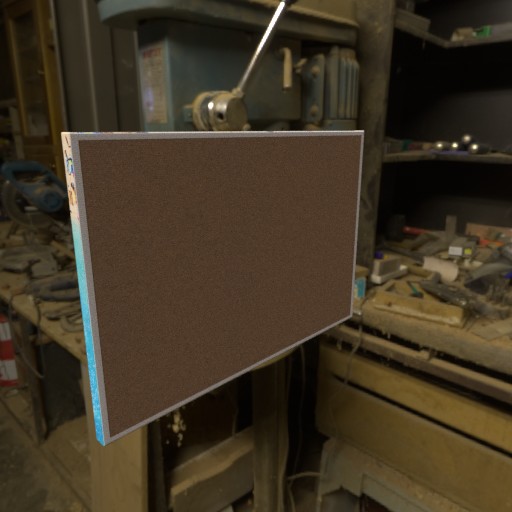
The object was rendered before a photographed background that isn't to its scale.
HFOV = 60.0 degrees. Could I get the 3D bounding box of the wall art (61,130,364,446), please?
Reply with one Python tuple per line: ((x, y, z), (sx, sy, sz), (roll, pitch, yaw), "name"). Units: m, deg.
((0.000, 0.000, 1.419), (0.040, 0.769, 1.136), (15, 22, 43), "wall art")
